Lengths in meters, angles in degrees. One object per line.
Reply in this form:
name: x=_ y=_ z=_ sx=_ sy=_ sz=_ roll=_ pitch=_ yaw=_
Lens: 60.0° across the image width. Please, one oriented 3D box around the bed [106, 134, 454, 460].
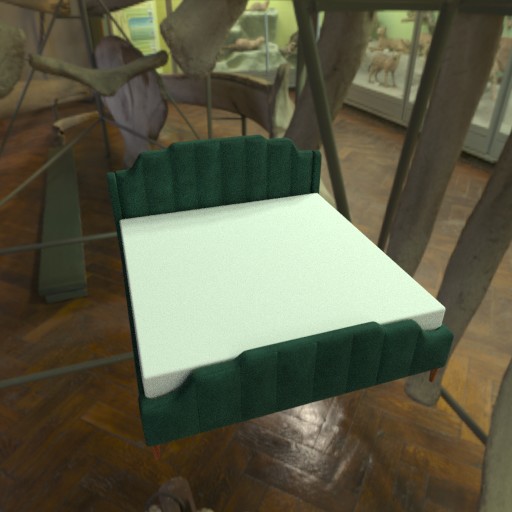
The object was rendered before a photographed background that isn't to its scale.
bed: x=0.000 y=0.000 z=3.523 sx=2.074 sy=1.245 sz=2.340 roll=-10 pitch=33 yaw=-15
